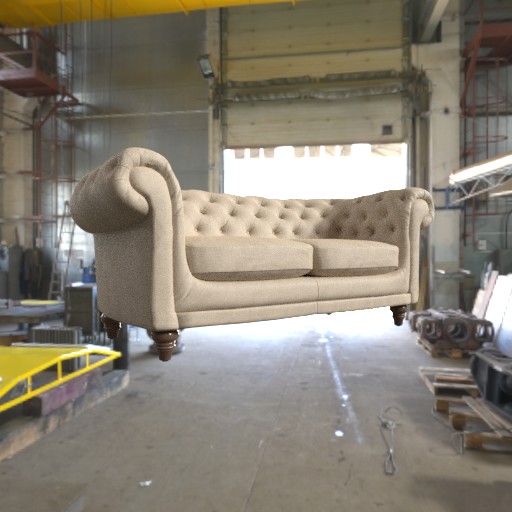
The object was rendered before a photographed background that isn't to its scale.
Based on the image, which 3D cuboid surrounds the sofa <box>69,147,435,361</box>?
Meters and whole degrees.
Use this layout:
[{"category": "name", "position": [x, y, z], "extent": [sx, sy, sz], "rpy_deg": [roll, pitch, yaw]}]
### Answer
[{"category": "sofa", "position": [0.000, 0.000, 2.545], "extent": [1.988, 0.835, 1.069], "rpy_deg": [0, 0, -36]}]
